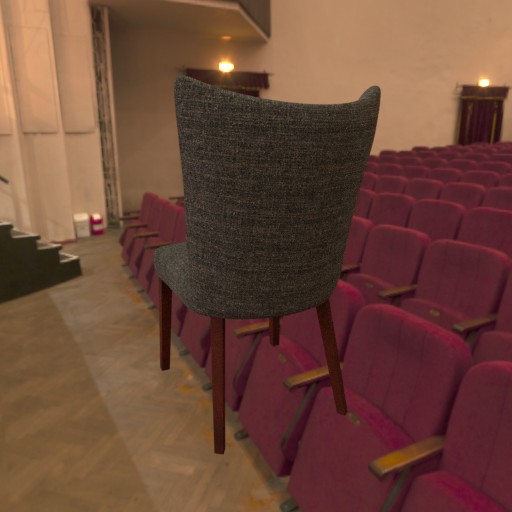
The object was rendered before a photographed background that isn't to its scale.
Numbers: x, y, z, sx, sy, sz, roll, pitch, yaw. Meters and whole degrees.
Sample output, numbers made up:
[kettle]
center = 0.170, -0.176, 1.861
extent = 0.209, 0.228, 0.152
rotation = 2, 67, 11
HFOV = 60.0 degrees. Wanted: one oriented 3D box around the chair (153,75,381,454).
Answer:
[chair]
center = 0.000, 0.000, 1.294
extent = 0.535, 0.924, 0.623
rotation = -7, 17, -24
